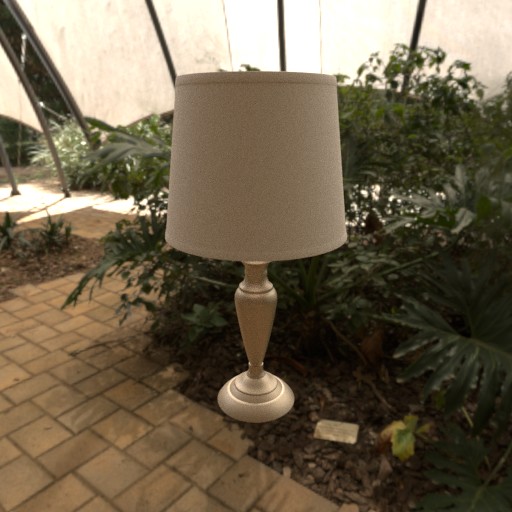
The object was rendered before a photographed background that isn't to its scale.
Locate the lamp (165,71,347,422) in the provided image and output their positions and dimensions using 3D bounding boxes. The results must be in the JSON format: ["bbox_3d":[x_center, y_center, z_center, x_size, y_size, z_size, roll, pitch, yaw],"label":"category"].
[{"bbox_3d":[0.000,0.000,0.829,0.328,0.619,0.328,0,18,0],"label":"lamp"}]
